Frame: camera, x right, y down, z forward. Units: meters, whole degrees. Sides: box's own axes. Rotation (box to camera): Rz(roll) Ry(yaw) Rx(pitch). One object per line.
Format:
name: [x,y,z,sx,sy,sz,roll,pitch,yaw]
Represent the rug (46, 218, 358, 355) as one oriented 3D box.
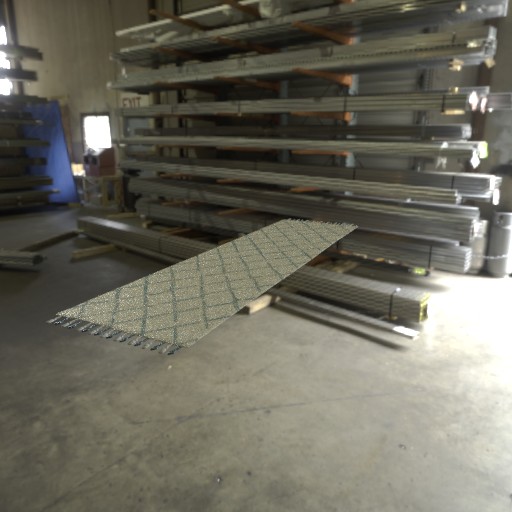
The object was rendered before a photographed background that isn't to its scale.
rug: [0.000,0.000,2.547,0.620,0.008,2.372,8,17,26]
